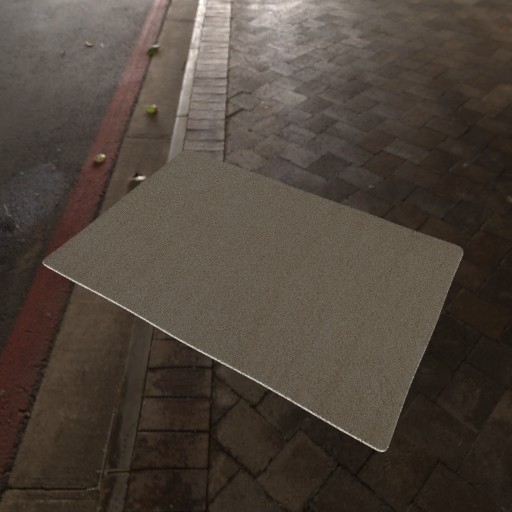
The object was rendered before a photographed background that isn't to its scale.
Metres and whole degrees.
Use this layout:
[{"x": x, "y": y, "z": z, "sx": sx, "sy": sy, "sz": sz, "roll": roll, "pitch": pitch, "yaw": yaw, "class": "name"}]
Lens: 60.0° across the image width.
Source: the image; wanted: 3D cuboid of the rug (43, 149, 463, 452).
[{"x": 0.000, "y": 0.000, "z": 3.382, "sx": 2.698, "sy": 0.025, "sz": 1.798, "roll": 24, "pitch": 51, "yaw": 21, "class": "rug"}]
